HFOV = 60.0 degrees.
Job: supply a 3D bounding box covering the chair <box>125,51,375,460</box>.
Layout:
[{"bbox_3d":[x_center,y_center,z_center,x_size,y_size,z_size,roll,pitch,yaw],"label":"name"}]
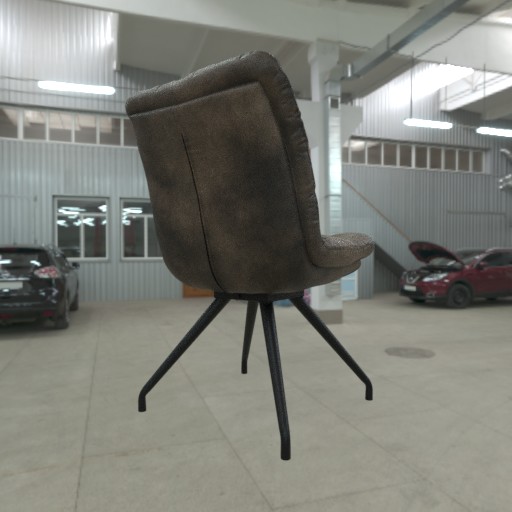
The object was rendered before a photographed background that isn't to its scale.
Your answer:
[{"bbox_3d":[0.000,0.000,1.272,0.549,0.870,0.622,1,1,36],"label":"chair"}]
